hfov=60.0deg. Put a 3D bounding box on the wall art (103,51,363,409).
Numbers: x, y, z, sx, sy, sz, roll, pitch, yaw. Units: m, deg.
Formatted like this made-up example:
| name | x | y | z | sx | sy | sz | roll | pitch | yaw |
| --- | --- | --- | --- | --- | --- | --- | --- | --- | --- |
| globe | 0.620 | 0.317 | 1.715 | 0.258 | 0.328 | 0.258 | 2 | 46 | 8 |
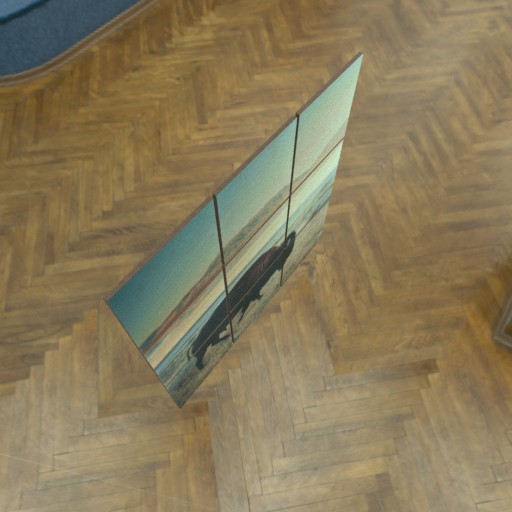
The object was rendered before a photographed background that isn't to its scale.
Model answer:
| name | x | y | z | sx | sy | sz | roll | pitch | yaw |
| --- | --- | --- | --- | --- | --- | --- | --- | --- | --- |
| wall art | 0.000 | 0.000 | 1.376 | 0.018 | 0.904 | 0.906 | 33 | 65 | 18 |
